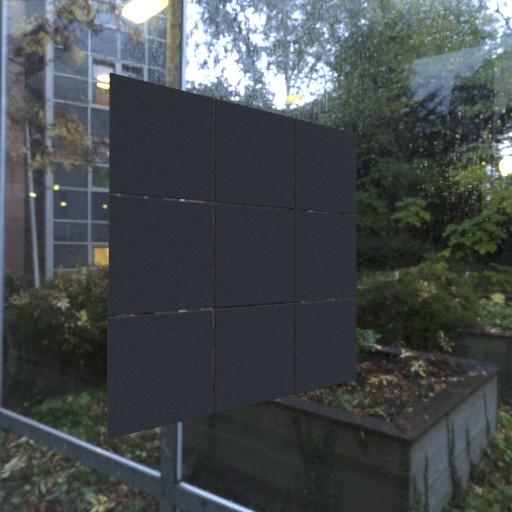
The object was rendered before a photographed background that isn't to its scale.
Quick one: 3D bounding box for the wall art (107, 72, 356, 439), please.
[{"bbox_3d":[0.000,0.000,1.831,1.216,1.216,0.013,0,0,-36],"label":"wall art"}]
